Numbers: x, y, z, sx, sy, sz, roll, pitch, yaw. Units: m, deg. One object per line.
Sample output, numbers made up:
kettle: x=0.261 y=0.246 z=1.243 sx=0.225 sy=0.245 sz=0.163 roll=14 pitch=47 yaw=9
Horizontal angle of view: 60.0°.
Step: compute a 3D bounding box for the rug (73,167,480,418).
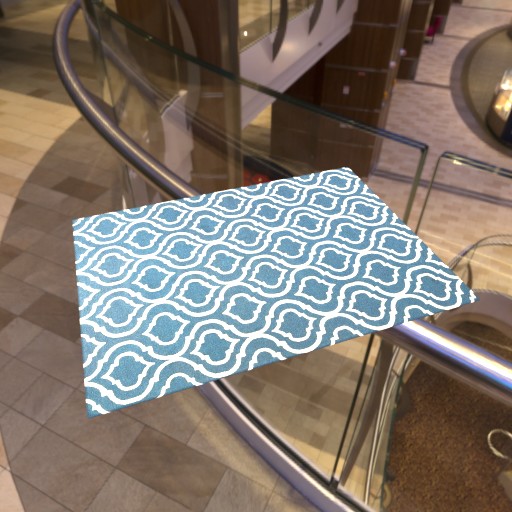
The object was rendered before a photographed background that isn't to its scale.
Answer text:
rug: x=0.000 y=0.000 z=4.361 sx=3.353 sy=0.010 sz=2.438 roll=-13 pitch=43 yaw=-15
